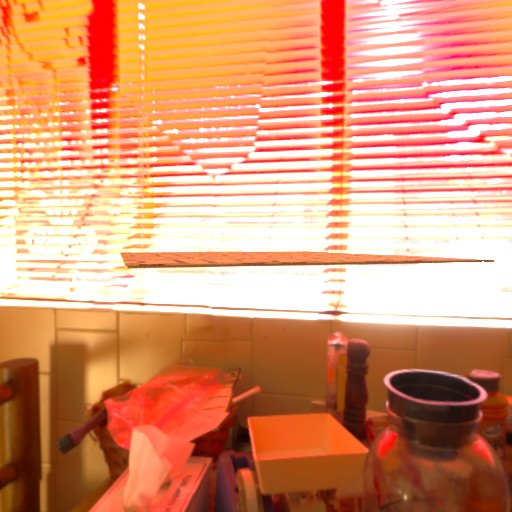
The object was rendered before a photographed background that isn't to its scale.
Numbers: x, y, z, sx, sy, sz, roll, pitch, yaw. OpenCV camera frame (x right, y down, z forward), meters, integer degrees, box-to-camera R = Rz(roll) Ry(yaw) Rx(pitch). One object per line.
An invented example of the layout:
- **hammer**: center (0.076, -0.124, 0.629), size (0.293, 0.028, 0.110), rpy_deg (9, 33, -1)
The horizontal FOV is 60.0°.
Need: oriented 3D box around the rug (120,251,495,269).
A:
- **rug**: center (0.000, 0.000, 3.801), size (2.211, 0.021, 2.910), rpy_deg (-1, 2, -18)
